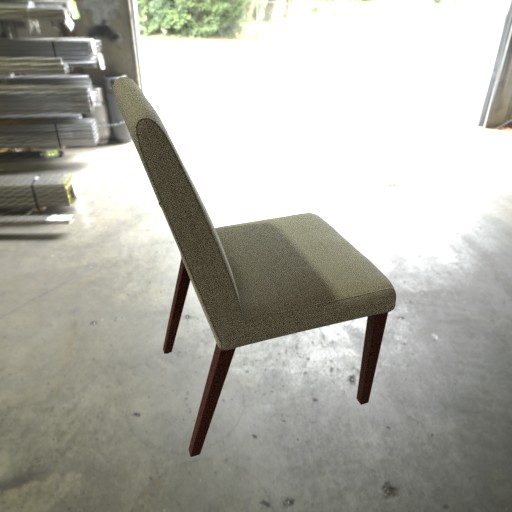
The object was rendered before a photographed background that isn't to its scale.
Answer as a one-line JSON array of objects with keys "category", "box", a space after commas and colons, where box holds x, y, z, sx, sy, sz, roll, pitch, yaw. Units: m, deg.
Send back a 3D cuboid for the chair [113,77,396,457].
[{"category": "chair", "box": [0.000, 0.000, 1.197, 0.594, 0.900, 0.480, -10, 32, -17]}]
